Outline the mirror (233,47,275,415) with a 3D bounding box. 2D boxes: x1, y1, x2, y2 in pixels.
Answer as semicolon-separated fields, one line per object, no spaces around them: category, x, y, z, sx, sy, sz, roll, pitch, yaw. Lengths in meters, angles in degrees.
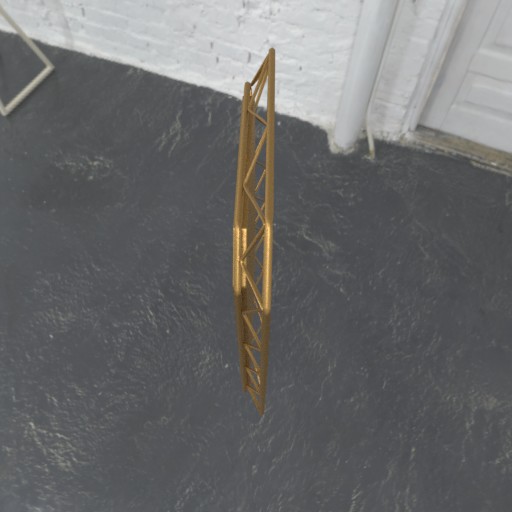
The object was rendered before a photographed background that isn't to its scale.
mirror;0.000;0.000;0.728;0.042;0.566;0.417;1;58;1
